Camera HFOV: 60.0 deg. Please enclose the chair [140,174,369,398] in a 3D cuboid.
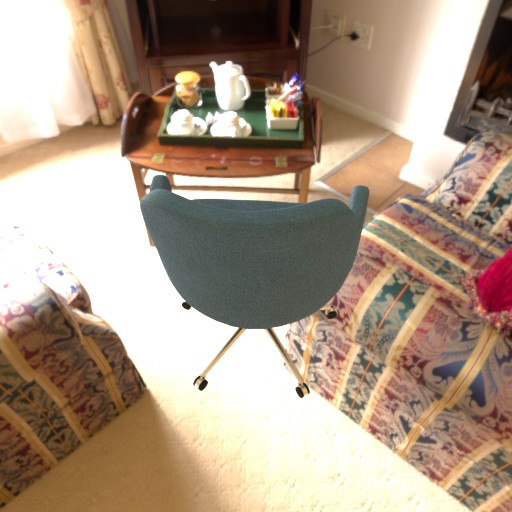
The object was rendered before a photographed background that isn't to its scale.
[{"bbox_3d":[0.000,0.000,1.267,0.599,0.820,0.655,4,46,4],"label":"chair"}]
